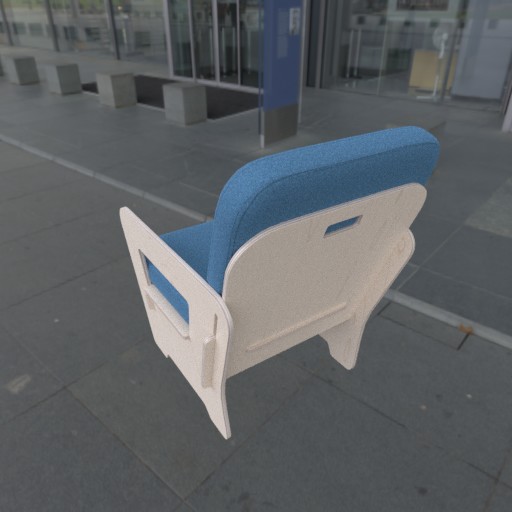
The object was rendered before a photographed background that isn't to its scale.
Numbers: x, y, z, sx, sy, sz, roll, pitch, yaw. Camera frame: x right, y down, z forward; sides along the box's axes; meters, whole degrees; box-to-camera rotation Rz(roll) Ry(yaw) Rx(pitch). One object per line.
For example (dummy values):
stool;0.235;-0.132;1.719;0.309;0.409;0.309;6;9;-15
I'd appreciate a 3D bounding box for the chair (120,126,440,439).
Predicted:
chair;0.000;0.000;1.166;0.547;0.747;0.657;-19;35;-29
